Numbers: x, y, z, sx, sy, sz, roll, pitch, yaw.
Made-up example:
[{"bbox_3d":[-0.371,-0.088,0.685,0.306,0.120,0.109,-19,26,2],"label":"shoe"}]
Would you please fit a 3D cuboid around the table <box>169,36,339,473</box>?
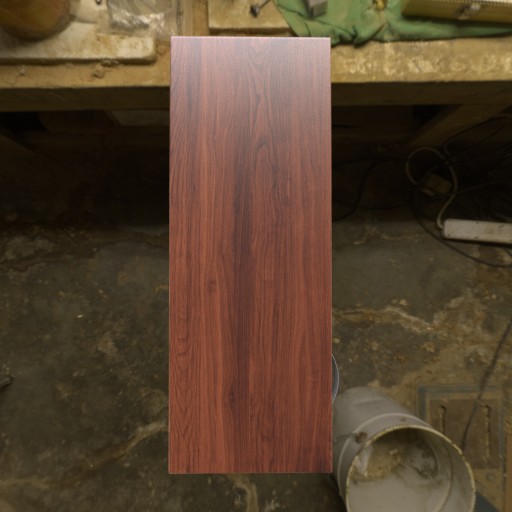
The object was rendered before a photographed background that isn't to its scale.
[{"bbox_3d":[0.000,0.000,1.337,0.380,0.790,0.930,0,89,-1],"label":"table"}]
